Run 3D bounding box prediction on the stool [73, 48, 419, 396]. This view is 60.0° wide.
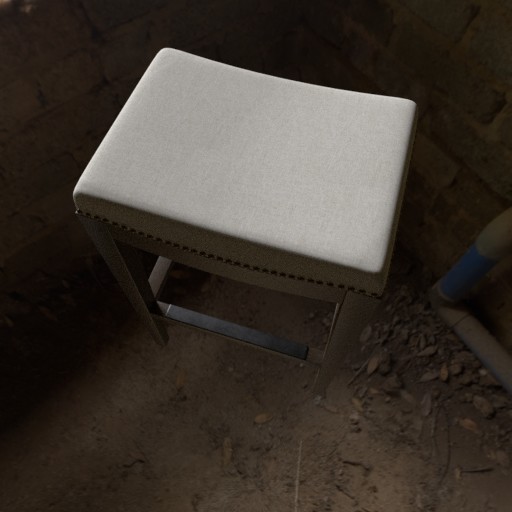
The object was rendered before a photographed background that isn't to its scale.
[{"bbox_3d":[0.000,0.000,1.012,0.498,0.759,0.358,16,63,8],"label":"stool"}]
